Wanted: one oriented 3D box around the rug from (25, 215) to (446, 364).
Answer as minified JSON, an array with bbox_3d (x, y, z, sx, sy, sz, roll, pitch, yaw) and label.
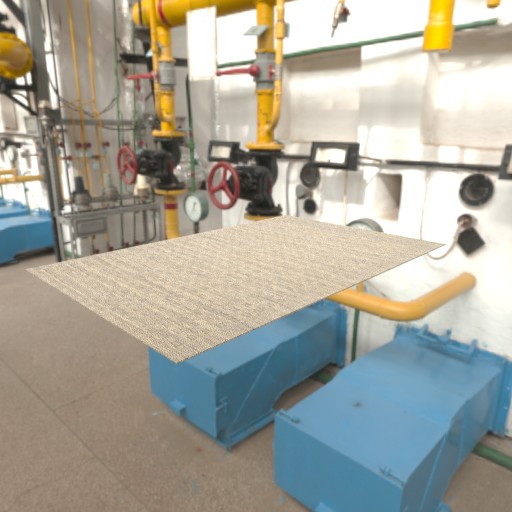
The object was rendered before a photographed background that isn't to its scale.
[{"bbox_3d":[0.000,0.000,2.176,1.142,0.006,1.752,16,23,43],"label":"rug"}]
